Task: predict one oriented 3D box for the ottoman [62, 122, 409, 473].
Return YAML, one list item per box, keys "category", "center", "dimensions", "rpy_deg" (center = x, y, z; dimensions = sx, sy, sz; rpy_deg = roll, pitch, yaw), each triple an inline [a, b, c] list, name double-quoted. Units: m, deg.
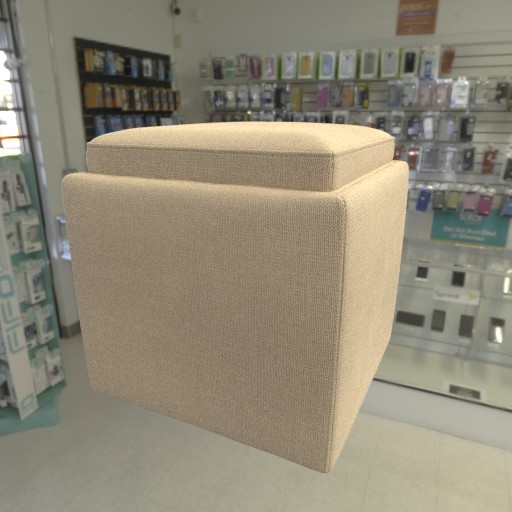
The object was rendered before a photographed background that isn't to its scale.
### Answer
- category: "ottoman"
  center: [0.000, 0.000, 0.797]
  dimensions: [0.451, 0.460, 0.450]
  rpy_deg: [9, 20, 25]
